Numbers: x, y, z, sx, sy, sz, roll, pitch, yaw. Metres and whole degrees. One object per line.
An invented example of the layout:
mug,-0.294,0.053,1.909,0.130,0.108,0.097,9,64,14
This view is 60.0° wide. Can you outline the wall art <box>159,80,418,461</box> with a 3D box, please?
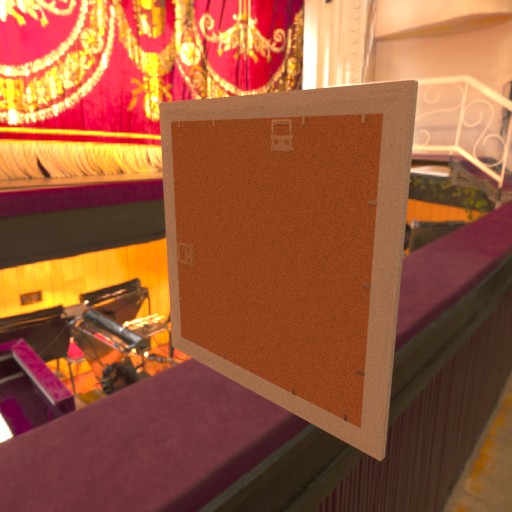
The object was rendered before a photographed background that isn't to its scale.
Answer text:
wall art,0.000,0.000,0.849,0.584,0.584,0.013,14,21,43
